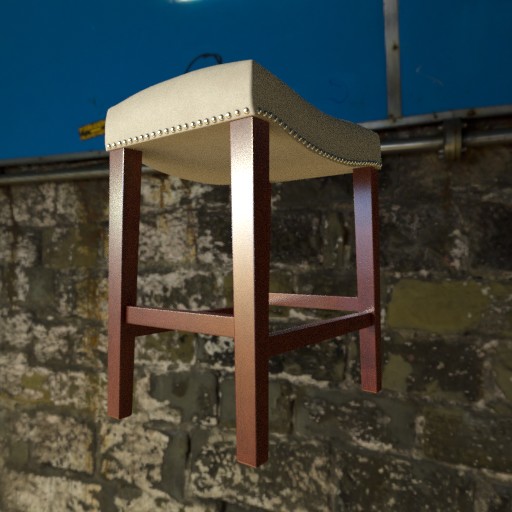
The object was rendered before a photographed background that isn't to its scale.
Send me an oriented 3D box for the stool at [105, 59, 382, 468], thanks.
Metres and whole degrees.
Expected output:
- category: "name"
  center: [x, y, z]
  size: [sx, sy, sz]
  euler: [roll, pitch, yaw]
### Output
- category: "stool"
  center: [0.000, 0.000, 0.956]
  size: [0.375, 0.632, 0.509]
  euler: [0, -1, 37]
